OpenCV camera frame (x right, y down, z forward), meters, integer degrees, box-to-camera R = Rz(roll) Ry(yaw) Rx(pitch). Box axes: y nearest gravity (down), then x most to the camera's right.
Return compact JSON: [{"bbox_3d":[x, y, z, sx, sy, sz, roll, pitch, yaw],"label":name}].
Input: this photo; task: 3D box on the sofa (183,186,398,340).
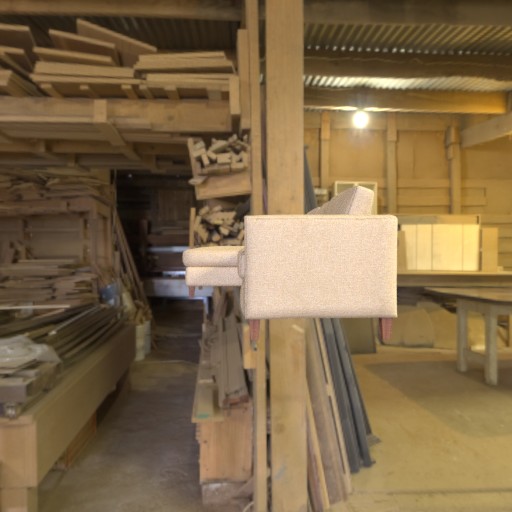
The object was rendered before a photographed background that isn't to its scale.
[{"bbox_3d":[0.000,0.000,3.975,1.502,0.876,3.201,0,1,-1],"label":"sofa"}]
